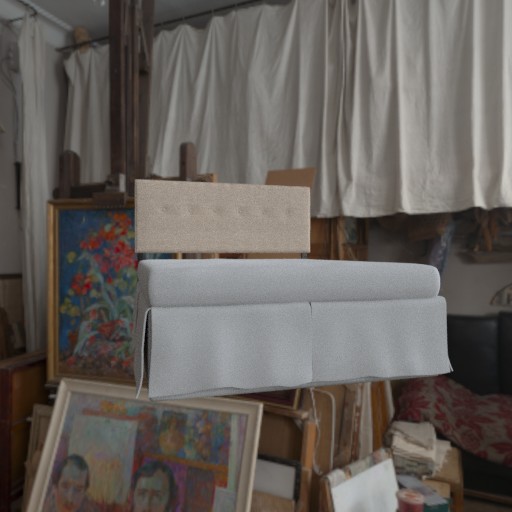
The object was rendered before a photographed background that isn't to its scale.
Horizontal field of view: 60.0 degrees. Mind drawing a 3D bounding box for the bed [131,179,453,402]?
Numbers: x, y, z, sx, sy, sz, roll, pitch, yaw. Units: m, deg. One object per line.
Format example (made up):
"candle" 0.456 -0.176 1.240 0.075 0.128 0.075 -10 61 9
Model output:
"bed" 0.000 0.000 3.027 1.643 1.270 1.978 0 1 -16
